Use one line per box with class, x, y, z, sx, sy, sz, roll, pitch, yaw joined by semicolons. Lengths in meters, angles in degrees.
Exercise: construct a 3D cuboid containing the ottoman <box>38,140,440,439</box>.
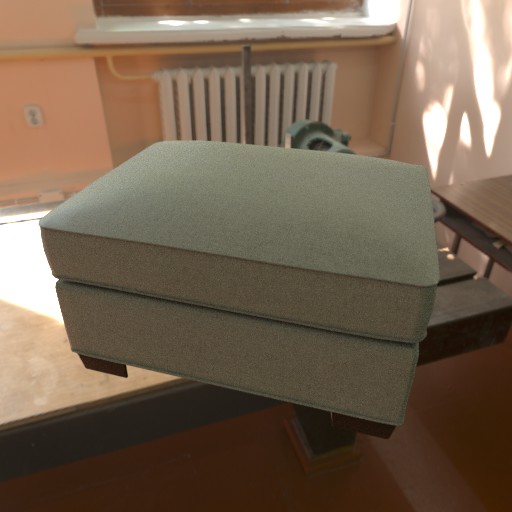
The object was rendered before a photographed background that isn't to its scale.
ottoman;0.000;0.000;1.208;0.843;0.504;0.619;9;33;13
